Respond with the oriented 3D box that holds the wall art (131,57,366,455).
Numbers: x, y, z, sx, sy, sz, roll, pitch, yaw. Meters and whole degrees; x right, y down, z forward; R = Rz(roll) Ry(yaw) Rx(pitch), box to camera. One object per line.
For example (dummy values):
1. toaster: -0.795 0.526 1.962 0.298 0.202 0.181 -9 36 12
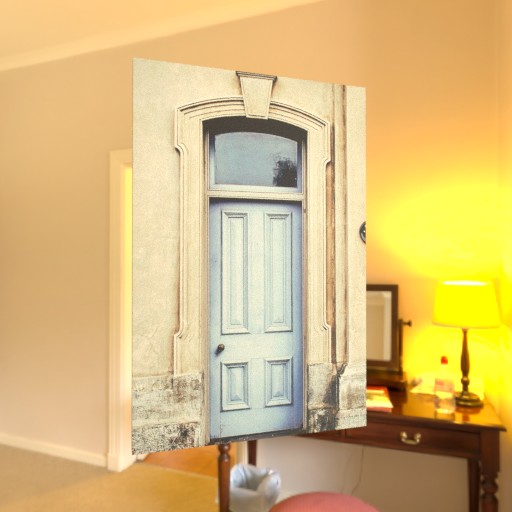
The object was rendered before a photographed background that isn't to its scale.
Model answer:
1. wall art: 0.000 0.000 0.944 0.508 0.764 0.038 0 -1 -17
